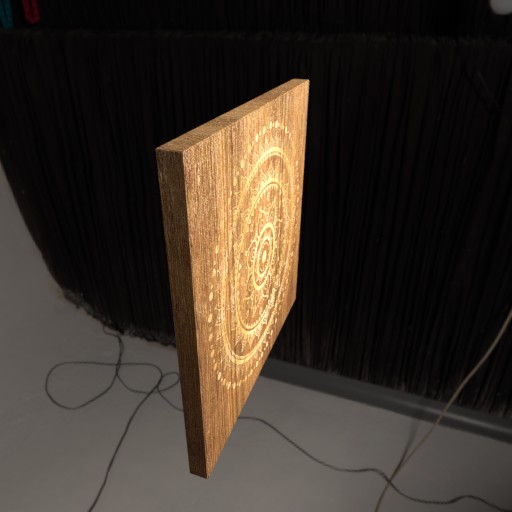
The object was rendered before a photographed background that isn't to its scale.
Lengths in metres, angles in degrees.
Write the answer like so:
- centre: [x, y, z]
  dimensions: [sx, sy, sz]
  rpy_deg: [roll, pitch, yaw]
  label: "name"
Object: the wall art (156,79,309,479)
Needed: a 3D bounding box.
- centre: [0.000, 0.000, 0.910]
  dimensions: [0.042, 0.608, 0.611]
  rpy_deg: [10, 31, 17]
  label: "wall art"
